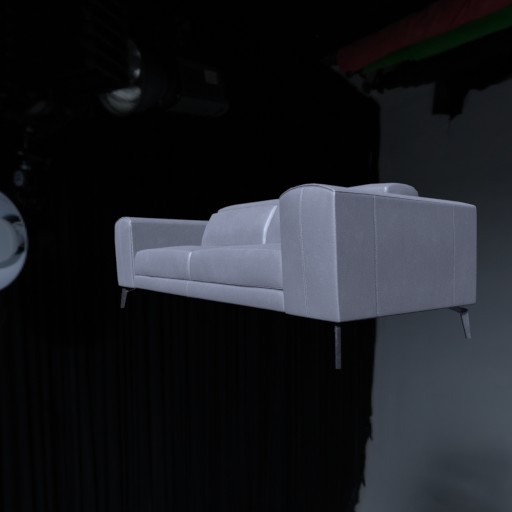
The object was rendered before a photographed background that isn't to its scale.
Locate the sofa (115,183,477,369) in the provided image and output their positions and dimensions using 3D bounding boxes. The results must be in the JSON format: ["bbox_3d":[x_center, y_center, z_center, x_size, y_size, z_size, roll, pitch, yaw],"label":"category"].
[{"bbox_3d":[0.000,0.000,2.811,1.048,0.814,2.330,0,0,-37],"label":"sofa"}]
